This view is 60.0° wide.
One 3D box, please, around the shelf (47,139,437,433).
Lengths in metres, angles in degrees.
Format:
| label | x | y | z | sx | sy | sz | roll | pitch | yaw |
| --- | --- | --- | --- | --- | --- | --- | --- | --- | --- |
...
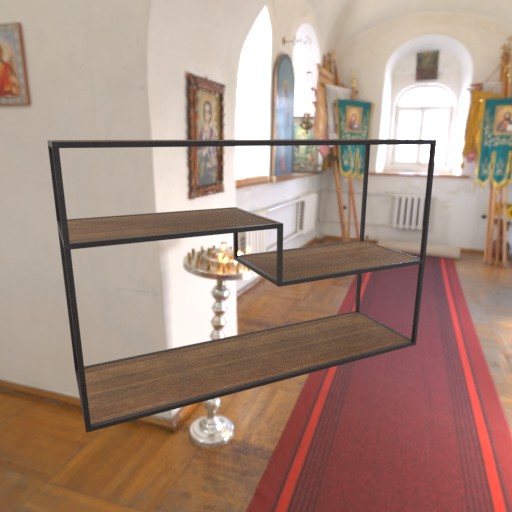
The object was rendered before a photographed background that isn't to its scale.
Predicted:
| label | x | y | z | sx | sy | sz | roll | pitch | yaw |
| --- | --- | --- | --- | --- | --- | --- | --- | --- | --- |
| shelf | 0.000 | 0.000 | 1.511 | 1.201 | 0.765 | 0.361 | -7 | 17 | -25 |
